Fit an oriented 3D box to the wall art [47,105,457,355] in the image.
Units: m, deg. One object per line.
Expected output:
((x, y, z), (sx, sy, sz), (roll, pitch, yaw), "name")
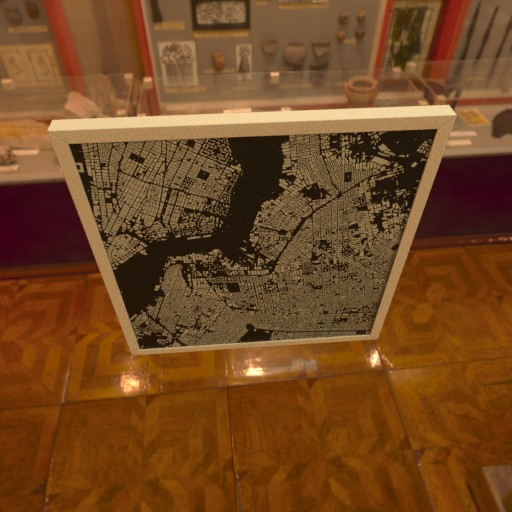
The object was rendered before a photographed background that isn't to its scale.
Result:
((0.000, 0.000, 1.111), (0.761, 0.762, 0.050), (-3, 46, -3), "wall art")
